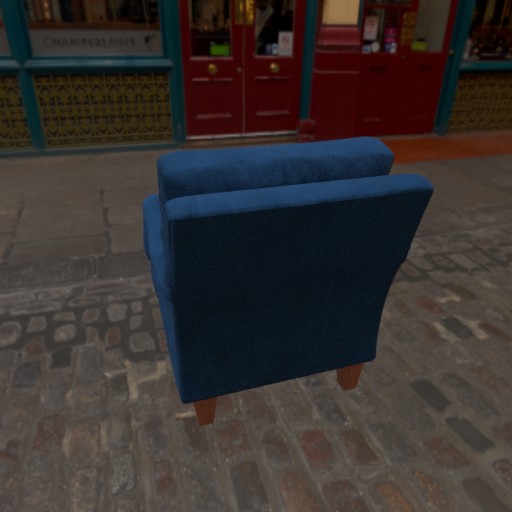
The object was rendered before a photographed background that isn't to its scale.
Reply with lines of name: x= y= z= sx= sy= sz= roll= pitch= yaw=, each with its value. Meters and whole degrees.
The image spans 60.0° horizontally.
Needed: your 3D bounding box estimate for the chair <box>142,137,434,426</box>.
chair: x=0.000 y=0.000 z=1.916 sx=0.895 sy=1.076 sz=1.078 roll=-8 pitch=28 yaw=-16
